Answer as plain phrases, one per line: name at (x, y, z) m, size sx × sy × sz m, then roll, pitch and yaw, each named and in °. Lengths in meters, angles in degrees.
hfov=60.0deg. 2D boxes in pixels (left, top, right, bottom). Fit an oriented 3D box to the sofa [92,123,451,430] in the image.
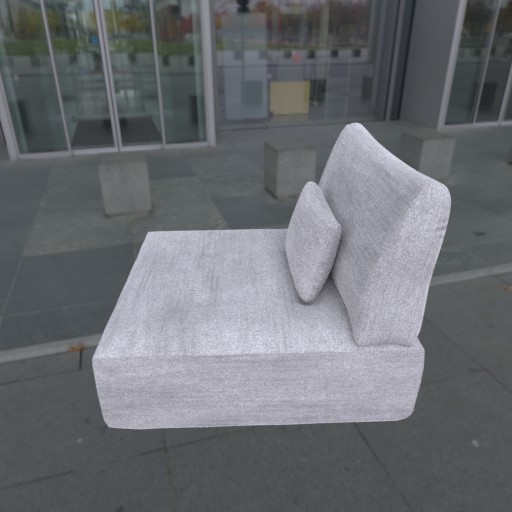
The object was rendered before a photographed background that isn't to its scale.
sofa at (0.000, 0.000, 1.675) m, size 1.000 × 0.820 × 0.930 m, roll -1°, pitch 27°, yaw -2°
